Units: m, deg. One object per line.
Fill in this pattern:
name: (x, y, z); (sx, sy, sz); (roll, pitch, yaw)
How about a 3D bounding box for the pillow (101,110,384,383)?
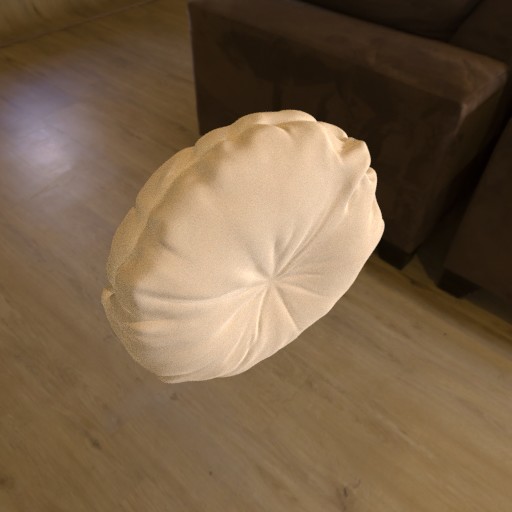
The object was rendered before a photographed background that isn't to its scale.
pillow: (0.000, 0.000, 0.628); (0.428, 0.407, 0.148); (-25, 51, -22)
